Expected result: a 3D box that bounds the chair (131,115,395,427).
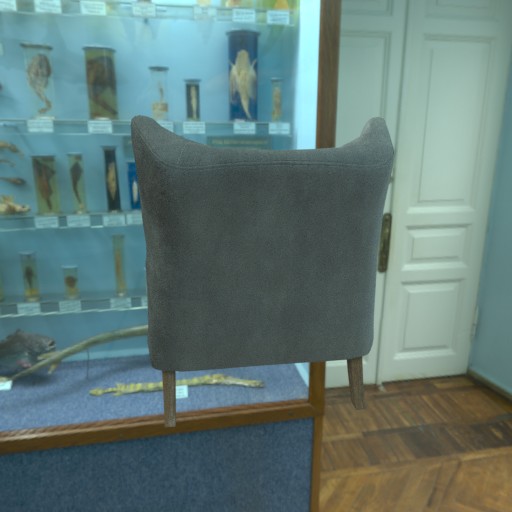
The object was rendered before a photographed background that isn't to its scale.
[{"bbox_3d":[0.000,0.000,1.601,0.784,0.950,0.906,-2,15,-8],"label":"chair"}]
